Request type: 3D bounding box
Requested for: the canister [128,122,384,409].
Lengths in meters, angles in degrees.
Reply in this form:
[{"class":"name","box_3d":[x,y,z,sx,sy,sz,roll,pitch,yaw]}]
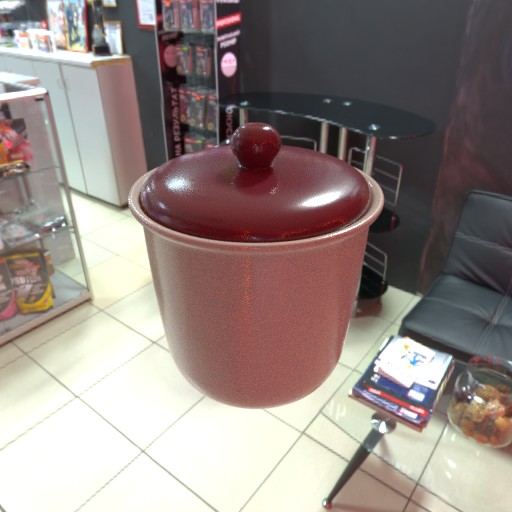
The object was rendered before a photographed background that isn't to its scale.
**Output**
[{"class":"canister","box_3d":[0.000,0.000,0.353,0.182,0.208,0.182,0,30,0]}]
